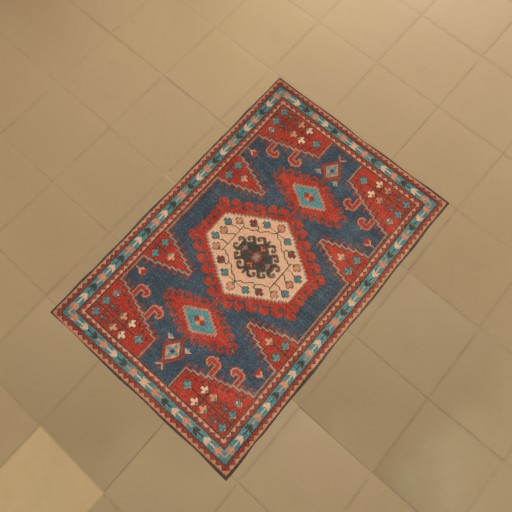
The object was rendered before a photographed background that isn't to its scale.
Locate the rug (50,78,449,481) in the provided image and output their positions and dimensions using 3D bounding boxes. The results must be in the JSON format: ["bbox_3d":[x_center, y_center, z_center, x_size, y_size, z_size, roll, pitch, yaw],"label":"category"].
[{"bbox_3d":[0.000,0.000,2.325,1.207,0.012,1.820,40,79,9],"label":"rug"}]
